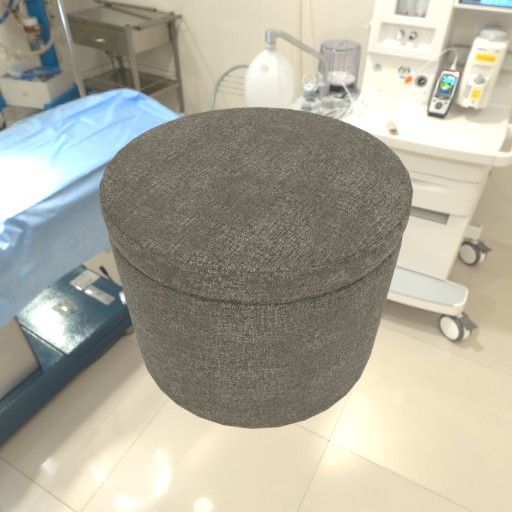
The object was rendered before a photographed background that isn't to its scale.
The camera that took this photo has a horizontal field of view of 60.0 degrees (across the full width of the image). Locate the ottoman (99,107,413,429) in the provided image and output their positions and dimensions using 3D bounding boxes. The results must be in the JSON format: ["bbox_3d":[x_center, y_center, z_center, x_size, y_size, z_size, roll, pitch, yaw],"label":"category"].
[{"bbox_3d":[0.000,0.000,0.845,0.500,0.419,0.500,0,41,0],"label":"ottoman"}]
